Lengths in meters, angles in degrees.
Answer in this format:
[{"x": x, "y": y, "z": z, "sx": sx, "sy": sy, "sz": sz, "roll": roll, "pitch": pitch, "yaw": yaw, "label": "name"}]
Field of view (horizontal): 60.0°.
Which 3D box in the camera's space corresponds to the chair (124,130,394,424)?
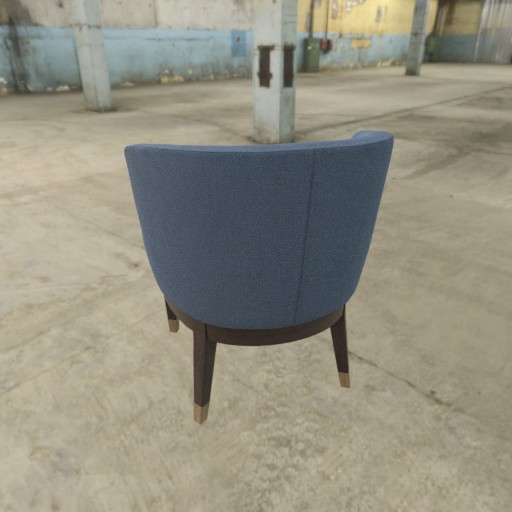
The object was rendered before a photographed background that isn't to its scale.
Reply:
[{"x": 0.000, "y": 0.000, "z": 1.285, "sx": 0.661, "sy": 0.760, "sz": 0.702, "roll": -8, "pitch": 26, "yaw": -16, "label": "chair"}]
